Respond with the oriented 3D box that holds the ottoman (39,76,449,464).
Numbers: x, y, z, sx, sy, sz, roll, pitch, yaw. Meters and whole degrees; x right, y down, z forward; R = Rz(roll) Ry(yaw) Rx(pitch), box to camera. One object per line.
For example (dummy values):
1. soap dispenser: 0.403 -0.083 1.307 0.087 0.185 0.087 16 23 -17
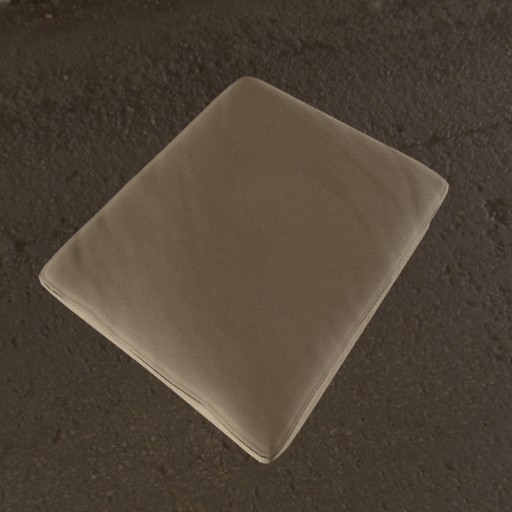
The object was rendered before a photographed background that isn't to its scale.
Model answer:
1. ottoman: 0.000 0.000 1.477 0.836 0.492 1.002 33 68 15
